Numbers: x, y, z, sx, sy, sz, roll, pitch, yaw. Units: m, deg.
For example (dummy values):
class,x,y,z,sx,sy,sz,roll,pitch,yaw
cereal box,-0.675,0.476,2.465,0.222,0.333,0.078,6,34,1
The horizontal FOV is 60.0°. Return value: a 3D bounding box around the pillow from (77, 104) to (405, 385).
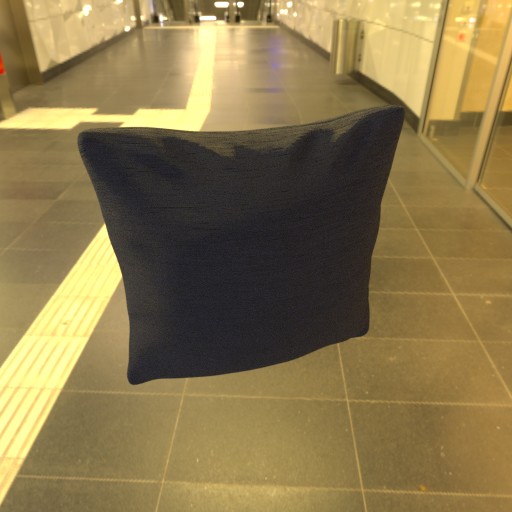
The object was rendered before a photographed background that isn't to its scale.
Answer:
class,x,y,z,sx,sy,sz,roll,pitch,yaw
pillow,0.000,0.000,0.663,0.432,0.414,0.246,-9,33,-15
